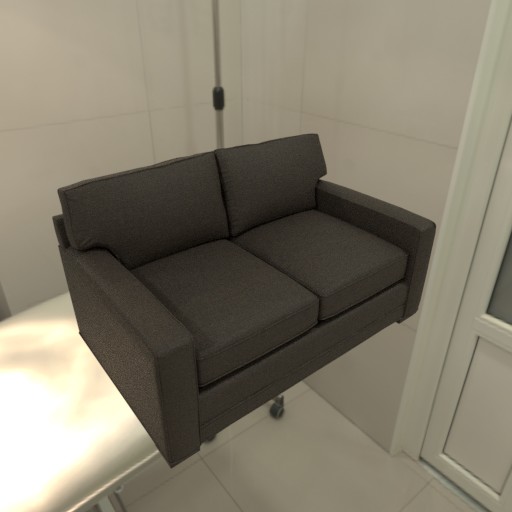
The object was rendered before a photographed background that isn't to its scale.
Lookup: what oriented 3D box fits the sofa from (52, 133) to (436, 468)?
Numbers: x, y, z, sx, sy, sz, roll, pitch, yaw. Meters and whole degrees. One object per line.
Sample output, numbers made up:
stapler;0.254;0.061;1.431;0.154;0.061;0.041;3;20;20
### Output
sofa;0.000;0.000;2.140;1.534;0.887;0.974;-21;36;-33
